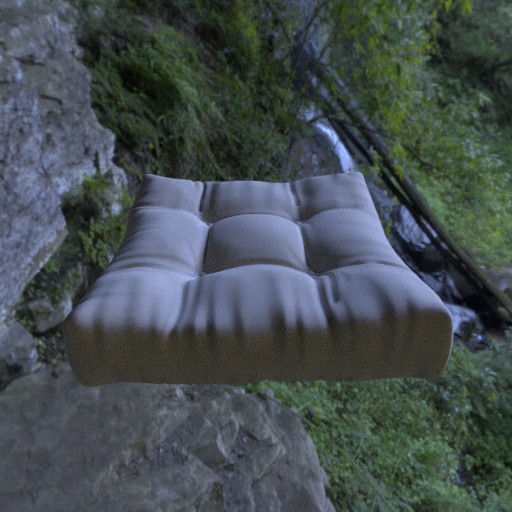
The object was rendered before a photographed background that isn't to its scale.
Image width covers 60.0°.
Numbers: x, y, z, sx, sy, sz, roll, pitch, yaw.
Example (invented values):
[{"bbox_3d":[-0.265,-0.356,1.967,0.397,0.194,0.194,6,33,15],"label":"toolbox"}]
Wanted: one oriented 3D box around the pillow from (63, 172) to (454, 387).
[{"bbox_3d":[0.000,0.000,0.718,0.468,0.128,0.490,-1,30,-2],"label":"pillow"}]
